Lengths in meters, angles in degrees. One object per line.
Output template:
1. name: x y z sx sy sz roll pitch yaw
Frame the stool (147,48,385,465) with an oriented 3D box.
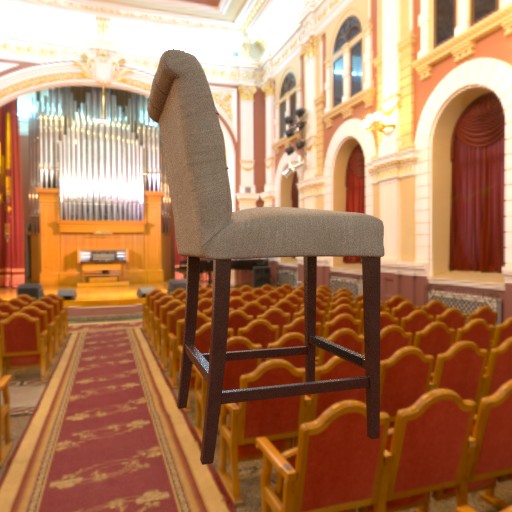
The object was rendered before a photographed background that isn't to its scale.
1. stool: 0.000 0.000 1.436 0.660 1.084 0.486 0 1 -18
